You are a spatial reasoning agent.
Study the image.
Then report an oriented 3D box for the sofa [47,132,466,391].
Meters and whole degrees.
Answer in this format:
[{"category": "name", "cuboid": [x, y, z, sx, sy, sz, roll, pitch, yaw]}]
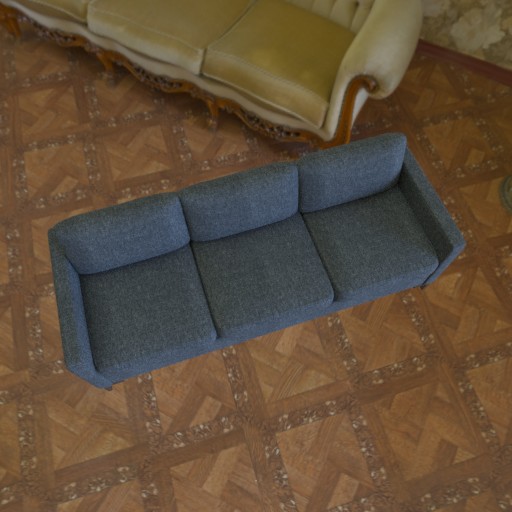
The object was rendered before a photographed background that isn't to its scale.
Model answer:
[{"category": "sofa", "cuboid": [0.000, 0.000, 2.671, 2.218, 0.874, 0.859, -16, 64, -8]}]
